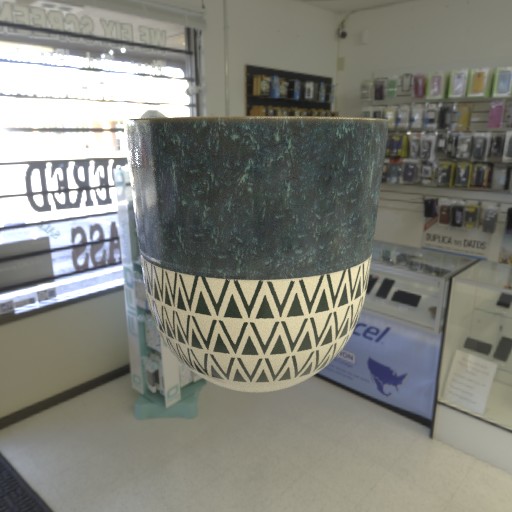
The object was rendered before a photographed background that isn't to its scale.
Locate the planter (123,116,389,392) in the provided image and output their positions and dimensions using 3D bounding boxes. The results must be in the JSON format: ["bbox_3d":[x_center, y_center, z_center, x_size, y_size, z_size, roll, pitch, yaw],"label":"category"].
[{"bbox_3d":[0.000,0.000,0.367,0.195,0.214,0.195,0,16,0],"label":"planter"}]
